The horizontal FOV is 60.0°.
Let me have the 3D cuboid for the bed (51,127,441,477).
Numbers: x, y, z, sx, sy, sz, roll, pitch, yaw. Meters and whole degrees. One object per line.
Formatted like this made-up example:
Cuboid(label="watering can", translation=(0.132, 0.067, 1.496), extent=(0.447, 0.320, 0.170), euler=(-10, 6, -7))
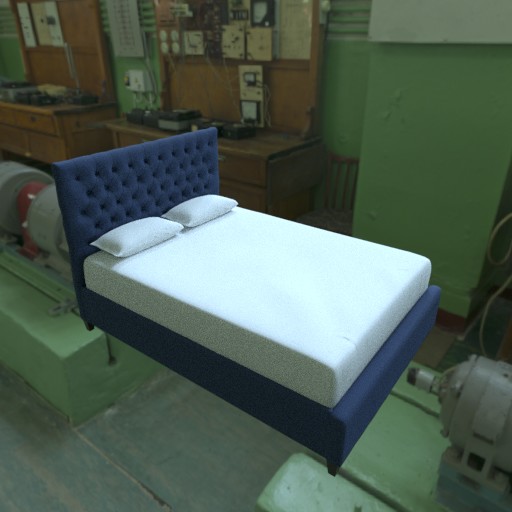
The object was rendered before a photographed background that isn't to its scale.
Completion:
Cuboid(label="bed", translation=(0.000, 0.000, 3.373), extent=(2.387, 1.427, 1.706), euler=(18, 32, 32))
